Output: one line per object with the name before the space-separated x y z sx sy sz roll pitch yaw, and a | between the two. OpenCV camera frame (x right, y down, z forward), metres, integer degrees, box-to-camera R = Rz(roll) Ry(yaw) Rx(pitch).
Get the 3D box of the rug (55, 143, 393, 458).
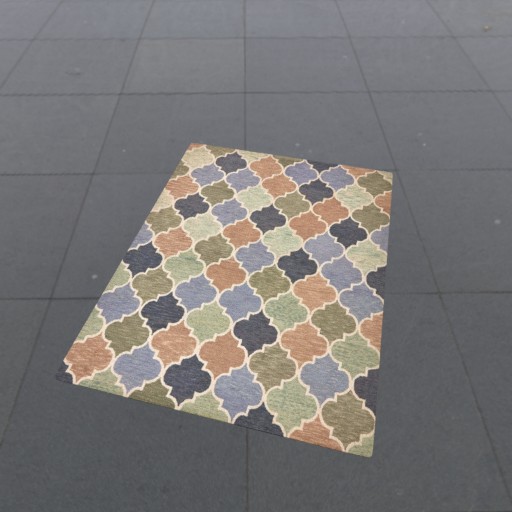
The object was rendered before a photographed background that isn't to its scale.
rug | 0.000 0.000 4.254 2.439 0.013 3.200 11 50 9
